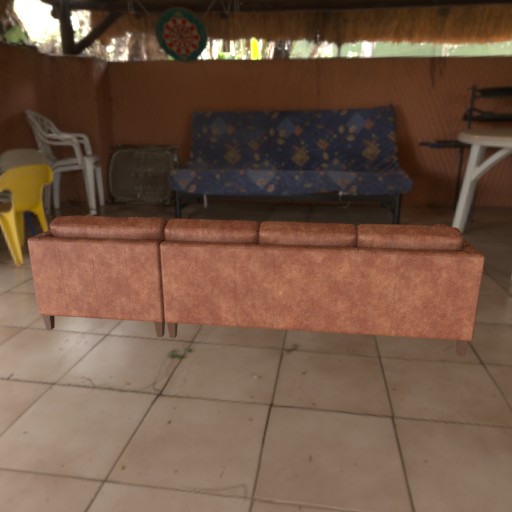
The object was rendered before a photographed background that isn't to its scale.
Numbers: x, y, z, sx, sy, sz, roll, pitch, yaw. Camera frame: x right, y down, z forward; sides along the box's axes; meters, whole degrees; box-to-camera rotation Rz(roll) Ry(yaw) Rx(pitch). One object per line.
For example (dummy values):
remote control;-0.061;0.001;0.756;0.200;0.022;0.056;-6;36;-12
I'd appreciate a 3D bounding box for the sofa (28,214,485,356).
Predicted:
sofa;0.000;0.000;3.884;3.203;0.883;1.581;2;17;7
